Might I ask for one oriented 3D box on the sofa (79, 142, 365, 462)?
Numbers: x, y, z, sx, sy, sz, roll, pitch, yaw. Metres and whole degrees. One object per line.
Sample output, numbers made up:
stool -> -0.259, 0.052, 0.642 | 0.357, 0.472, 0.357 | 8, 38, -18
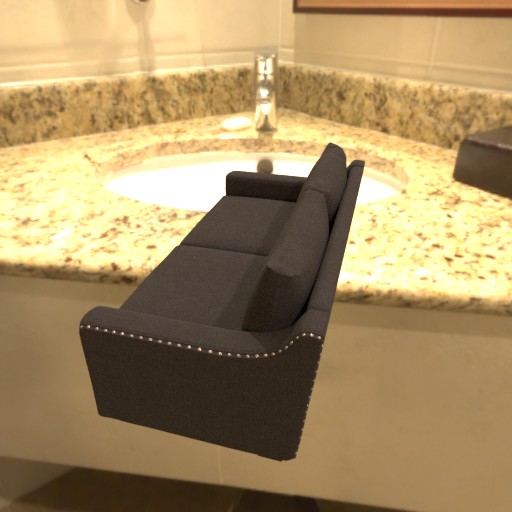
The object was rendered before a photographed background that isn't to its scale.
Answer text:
sofa -> 0.000, 0.000, 3.316 | 1.336, 1.196, 2.550 | 8, 31, 14
